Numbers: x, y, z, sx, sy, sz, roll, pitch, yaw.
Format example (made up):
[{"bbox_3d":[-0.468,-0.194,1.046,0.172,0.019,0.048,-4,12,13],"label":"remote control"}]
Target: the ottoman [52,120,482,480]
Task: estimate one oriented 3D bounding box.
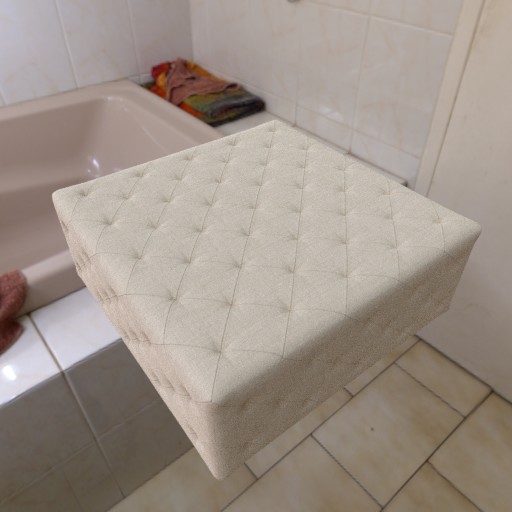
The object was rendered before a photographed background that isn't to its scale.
[{"bbox_3d":[0.000,0.000,1.587,1.028,0.439,1.028,-26,47,-28],"label":"ottoman"}]
